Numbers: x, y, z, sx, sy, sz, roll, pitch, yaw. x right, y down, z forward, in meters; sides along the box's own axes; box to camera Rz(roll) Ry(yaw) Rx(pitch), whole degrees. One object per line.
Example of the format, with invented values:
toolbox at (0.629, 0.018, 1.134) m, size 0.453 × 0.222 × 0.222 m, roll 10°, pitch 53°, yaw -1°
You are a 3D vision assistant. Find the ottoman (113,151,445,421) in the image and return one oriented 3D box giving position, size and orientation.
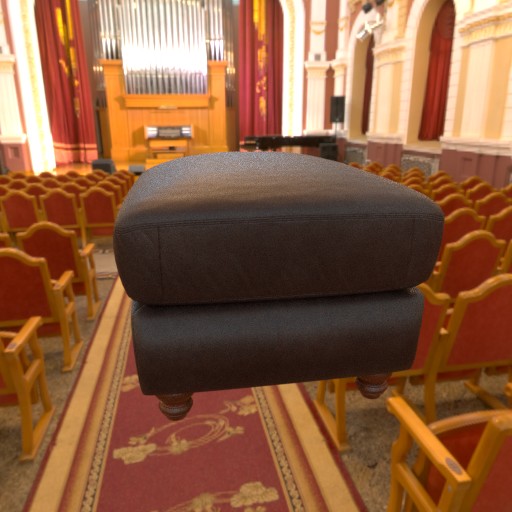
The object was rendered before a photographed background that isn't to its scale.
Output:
ottoman at (0.000, 0.000, 1.260) m, size 0.670 × 0.569 × 0.806 m, roll -3°, pitch 17°, yaw -10°
